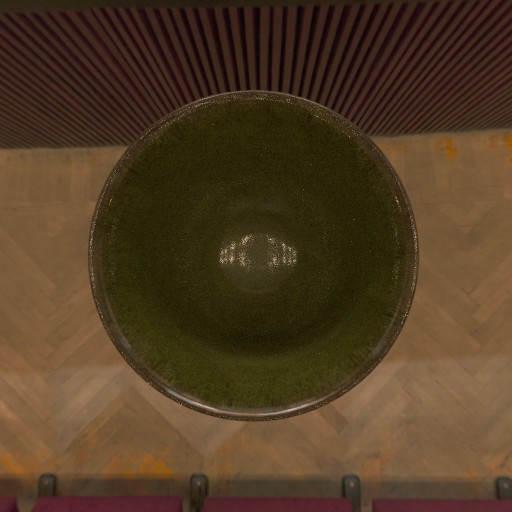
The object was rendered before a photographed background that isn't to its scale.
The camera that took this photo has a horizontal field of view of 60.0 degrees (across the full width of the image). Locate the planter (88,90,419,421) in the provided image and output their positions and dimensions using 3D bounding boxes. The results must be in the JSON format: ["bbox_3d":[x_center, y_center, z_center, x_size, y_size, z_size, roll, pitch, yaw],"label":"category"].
[{"bbox_3d":[0.000,0.000,0.488,0.266,0.270,0.266,0,90,1],"label":"planter"}]
